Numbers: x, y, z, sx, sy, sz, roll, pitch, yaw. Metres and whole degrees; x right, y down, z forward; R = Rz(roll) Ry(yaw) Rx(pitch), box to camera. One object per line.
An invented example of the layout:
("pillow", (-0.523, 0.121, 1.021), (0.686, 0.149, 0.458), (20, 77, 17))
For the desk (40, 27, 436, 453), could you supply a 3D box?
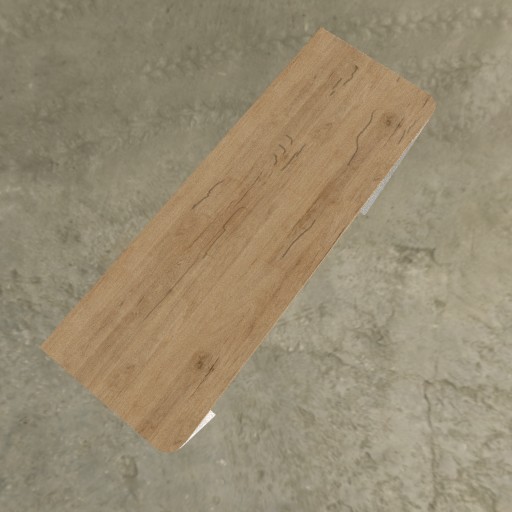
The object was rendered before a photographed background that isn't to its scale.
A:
("desk", (0.000, 0.000, 1.451), (0.390, 0.760, 1.100), (37, 78, 9))
